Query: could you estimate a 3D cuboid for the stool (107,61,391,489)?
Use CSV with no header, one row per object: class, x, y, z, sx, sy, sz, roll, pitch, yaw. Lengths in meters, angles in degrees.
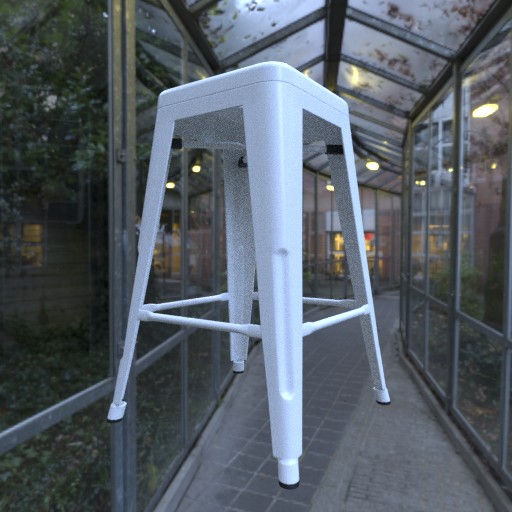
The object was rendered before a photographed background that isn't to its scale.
stool,0.000,0.000,0.862,0.406,0.610,0.406,1,2,35
